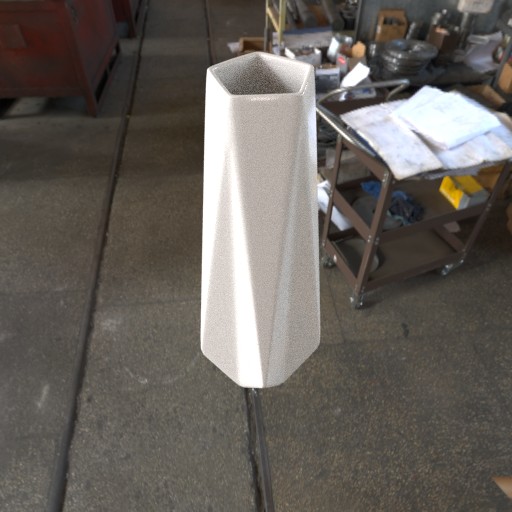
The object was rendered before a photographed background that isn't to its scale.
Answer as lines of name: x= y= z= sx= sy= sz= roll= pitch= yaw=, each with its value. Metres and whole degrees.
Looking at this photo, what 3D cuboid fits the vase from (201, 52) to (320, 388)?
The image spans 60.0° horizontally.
vase: x=0.000 y=0.000 z=0.392 sx=0.122 sy=0.329 sz=0.116 roll=-31 pitch=53 yaw=-27
